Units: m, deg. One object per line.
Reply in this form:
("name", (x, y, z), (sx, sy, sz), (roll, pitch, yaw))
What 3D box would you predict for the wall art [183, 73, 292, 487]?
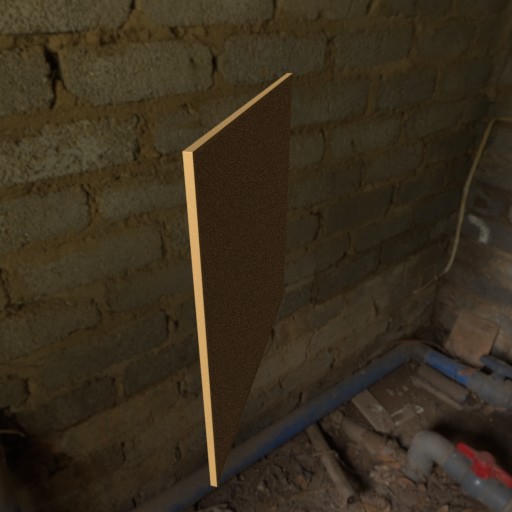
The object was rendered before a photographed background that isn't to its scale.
("wall art", (0.000, 0.000, 0.964), (0.014, 0.655, 0.657), (7, 31, 12))
